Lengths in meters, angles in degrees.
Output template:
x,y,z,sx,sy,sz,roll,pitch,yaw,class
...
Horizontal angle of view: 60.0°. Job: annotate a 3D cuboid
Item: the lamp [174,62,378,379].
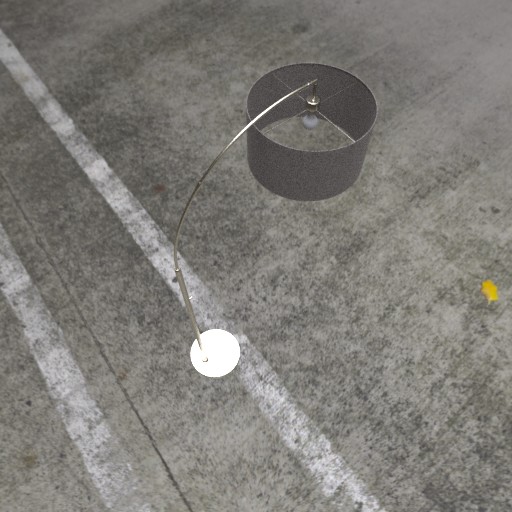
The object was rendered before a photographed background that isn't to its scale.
x,y,z,sx,sy,sz,roll,pitch,yaw,class
0.000,0.000,2.115,0.934,1.735,0.452,-33,64,-18,lamp
